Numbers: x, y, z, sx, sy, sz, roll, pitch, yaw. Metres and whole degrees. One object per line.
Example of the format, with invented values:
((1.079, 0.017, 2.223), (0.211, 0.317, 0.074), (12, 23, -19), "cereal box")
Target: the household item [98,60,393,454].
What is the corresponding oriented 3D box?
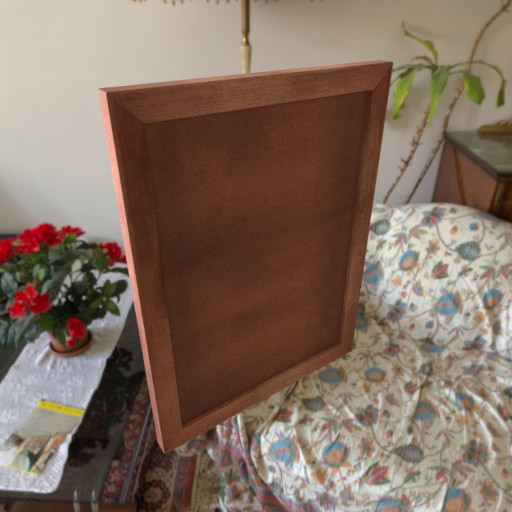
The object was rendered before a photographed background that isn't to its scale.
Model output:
((0.000, 0.000, 0.520), (0.310, 0.407, 0.067), (-19, 35, -30), "household item")
